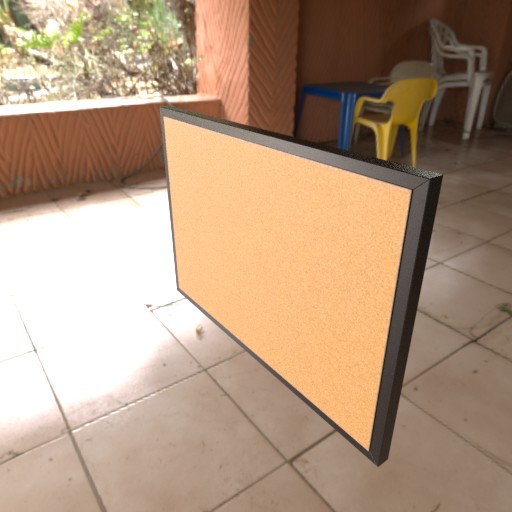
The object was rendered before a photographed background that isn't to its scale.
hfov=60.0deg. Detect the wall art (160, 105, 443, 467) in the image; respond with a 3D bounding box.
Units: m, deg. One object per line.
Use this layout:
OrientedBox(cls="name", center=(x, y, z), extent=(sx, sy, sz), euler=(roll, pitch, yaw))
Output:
OrientedBox(cls="wall art", center=(0.000, 0.000, 0.821), extent=(0.027, 0.458, 0.657), euler=(-19, 32, -32))
